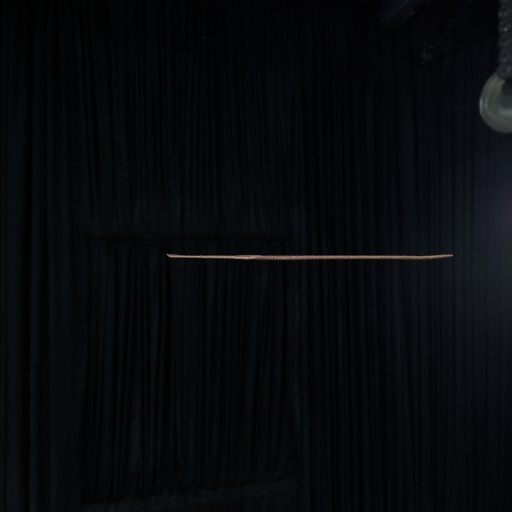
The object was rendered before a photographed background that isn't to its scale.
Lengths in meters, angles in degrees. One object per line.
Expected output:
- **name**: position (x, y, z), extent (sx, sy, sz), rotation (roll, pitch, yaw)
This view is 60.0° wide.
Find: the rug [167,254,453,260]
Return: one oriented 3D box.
- **rug**: position (0.000, 0.000, 2.725), extent (0.799, 0.030, 2.444), rotation (0, 0, -18)
